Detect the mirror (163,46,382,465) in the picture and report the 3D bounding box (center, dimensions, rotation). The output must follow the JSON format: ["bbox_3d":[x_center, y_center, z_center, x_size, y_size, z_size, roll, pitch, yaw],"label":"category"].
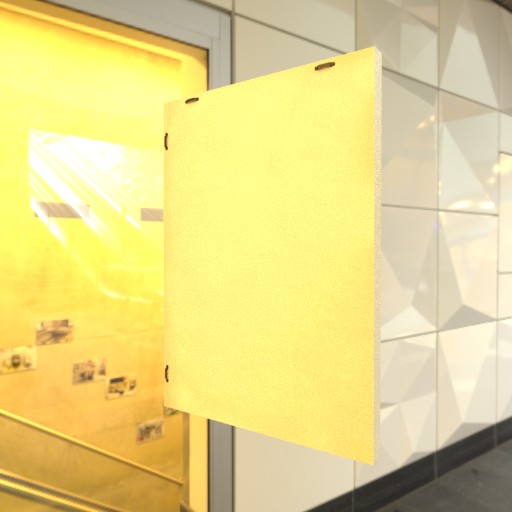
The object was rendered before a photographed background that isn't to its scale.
[{"bbox_3d":[0.000,0.000,0.907,0.507,0.710,0.040,1,1,35],"label":"mirror"}]
